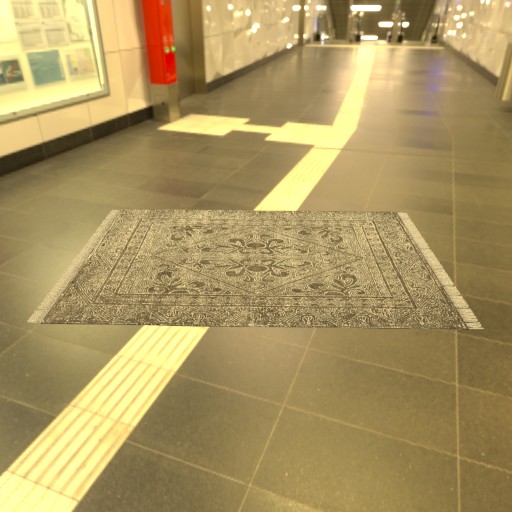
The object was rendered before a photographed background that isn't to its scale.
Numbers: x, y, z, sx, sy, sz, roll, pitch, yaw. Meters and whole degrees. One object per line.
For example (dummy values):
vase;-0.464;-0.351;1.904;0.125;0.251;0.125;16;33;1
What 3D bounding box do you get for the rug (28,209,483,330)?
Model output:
rug;0.000;0.000;3.021;2.440;0.010;1.529;1;30;1
